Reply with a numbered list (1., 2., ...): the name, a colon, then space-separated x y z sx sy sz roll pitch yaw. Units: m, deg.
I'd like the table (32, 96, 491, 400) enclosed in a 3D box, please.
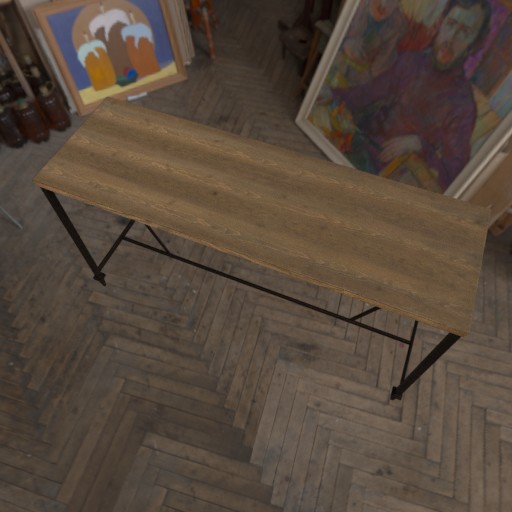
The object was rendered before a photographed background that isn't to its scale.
1. table: 0.000 0.000 2.093 1.700 0.902 0.551 19 60 12
